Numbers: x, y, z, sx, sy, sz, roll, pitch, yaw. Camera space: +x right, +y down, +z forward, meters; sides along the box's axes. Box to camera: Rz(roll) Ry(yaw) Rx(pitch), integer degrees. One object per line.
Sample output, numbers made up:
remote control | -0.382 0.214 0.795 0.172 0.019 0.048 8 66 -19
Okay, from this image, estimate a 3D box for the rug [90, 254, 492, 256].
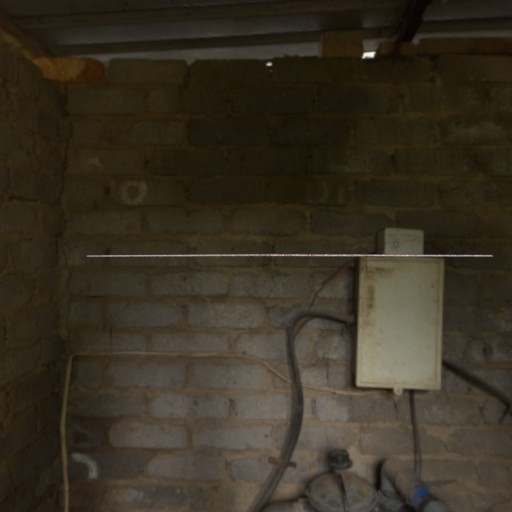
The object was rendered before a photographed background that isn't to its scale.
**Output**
rug | 0.000 0.000 2.309 1.219 0.005 1.829 0 0 -36
